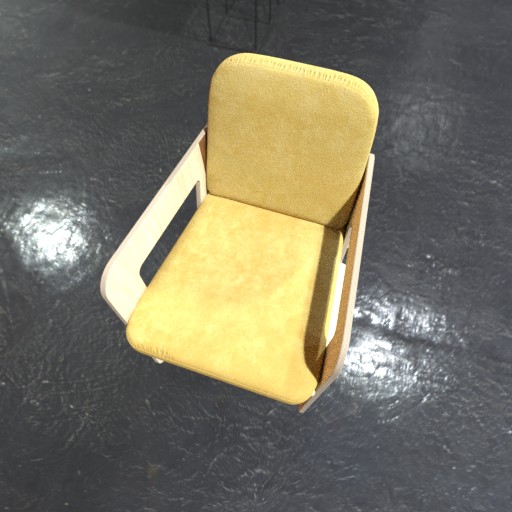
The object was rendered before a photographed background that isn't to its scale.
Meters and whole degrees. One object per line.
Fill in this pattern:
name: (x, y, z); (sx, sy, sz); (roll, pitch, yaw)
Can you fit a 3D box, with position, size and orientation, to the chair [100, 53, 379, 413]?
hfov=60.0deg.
chair: (0.000, 0.000, 1.268); (0.590, 0.800, 0.710); (16, 61, 9)
